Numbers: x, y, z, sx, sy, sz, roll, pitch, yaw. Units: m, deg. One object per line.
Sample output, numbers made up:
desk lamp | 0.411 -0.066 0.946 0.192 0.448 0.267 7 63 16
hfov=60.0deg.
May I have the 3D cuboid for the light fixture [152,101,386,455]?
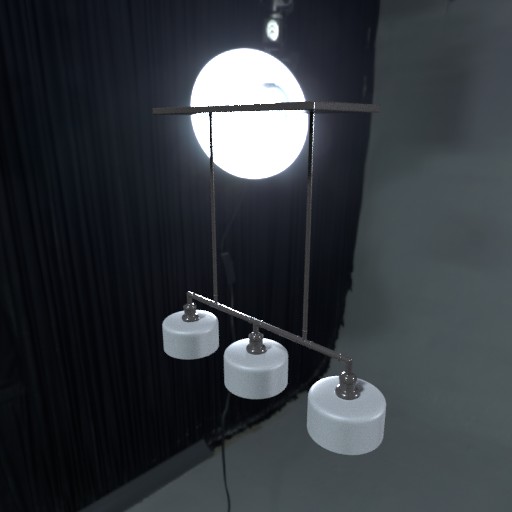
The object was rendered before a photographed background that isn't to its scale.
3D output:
light fixture | 0.000 0.000 0.871 0.582 0.557 0.177 15 22 42
